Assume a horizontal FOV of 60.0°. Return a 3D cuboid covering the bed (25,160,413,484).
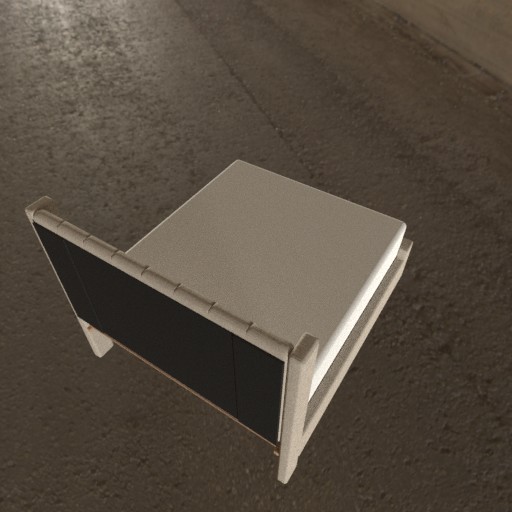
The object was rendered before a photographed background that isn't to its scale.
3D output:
[{"bbox_3d":[0.000,0.000,3.735,2.045,1.743,2.370,25,51,22],"label":"bed"}]
